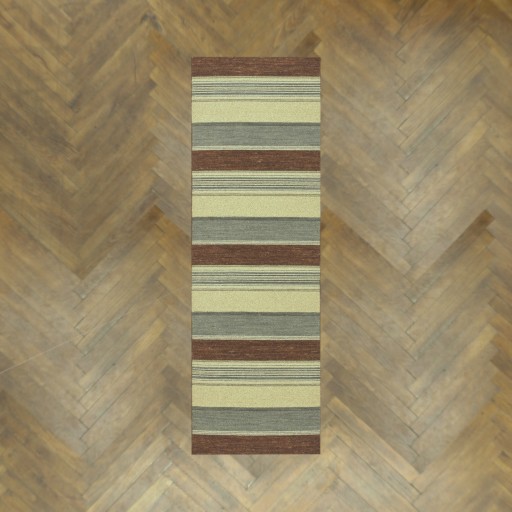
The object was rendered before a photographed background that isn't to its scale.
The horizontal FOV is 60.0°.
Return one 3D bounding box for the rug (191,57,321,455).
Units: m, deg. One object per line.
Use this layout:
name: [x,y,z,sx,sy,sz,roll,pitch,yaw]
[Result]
rug: [0.000,0.000,2.721,0.792,0.006,2.437,0,90,0]
